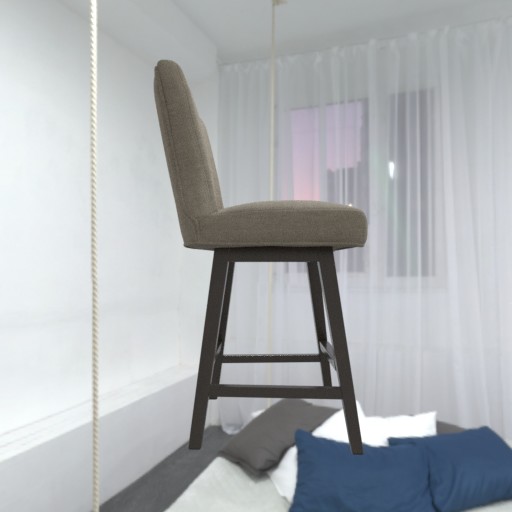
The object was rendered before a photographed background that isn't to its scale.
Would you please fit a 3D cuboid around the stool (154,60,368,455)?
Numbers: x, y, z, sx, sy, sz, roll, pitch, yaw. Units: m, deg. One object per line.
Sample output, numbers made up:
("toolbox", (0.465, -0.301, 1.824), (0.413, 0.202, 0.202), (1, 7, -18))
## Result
("stool", (0.000, 0.000, 1.359), (0.574, 1.000, 0.514), (0, -1, 1))
